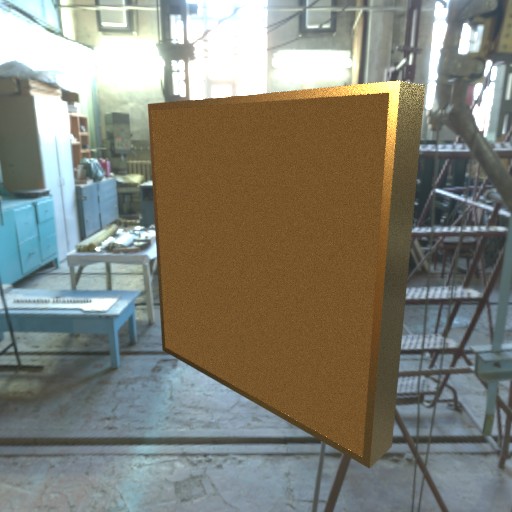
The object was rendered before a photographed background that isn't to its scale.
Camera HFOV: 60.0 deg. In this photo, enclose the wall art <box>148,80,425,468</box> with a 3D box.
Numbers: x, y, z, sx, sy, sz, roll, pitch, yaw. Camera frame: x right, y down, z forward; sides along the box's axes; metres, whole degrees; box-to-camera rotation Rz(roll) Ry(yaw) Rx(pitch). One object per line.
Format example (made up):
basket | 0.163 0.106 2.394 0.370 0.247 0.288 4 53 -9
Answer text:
wall art | 0.000 0.000 0.448 0.304 0.304 0.038 14 21 43
